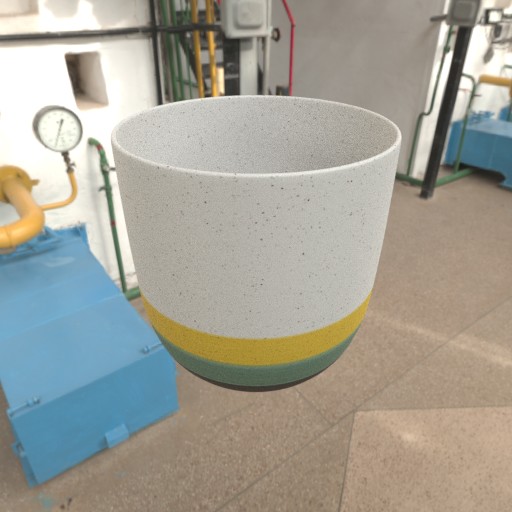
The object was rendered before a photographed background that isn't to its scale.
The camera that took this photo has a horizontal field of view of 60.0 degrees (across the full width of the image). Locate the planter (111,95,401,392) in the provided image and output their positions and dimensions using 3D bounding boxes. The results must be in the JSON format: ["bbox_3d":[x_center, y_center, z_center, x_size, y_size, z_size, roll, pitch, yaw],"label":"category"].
[{"bbox_3d":[0.000,0.000,0.362,0.195,0.214,0.195,0,31,0],"label":"planter"}]
